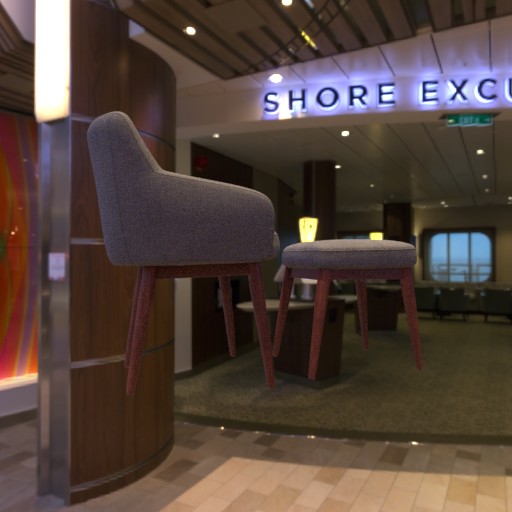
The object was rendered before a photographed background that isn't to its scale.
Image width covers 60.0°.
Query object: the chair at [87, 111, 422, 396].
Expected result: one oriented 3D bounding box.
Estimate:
[{"bbox_3d":[0.000,0.000,1.553,1.107,0.799,0.584,0,0,-17],"label":"chair"}]
